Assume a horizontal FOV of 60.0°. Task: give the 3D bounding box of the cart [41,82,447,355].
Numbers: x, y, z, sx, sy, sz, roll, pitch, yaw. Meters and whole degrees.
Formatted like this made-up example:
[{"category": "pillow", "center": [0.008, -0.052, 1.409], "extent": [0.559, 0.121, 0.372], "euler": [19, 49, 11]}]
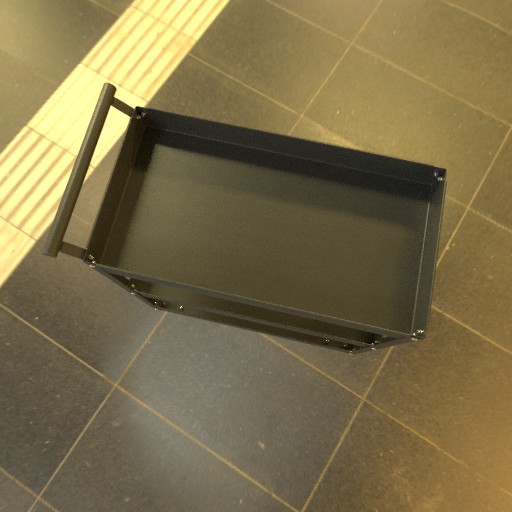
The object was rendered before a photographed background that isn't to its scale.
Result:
[{"category": "cart", "center": [0.000, 0.000, 1.199], "extent": [0.719, 0.780, 0.366], "euler": [12, 75, 3]}]
